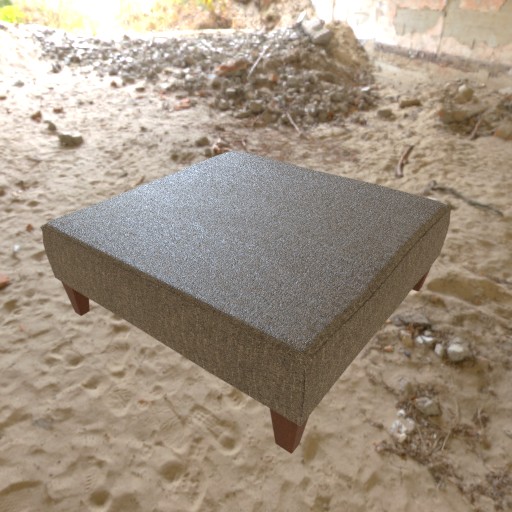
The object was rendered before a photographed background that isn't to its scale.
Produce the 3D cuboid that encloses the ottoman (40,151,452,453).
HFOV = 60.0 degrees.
[{"bbox_3d":[0.000,0.000,1.546,1.016,0.379,0.981,21,37,32],"label":"ottoman"}]
